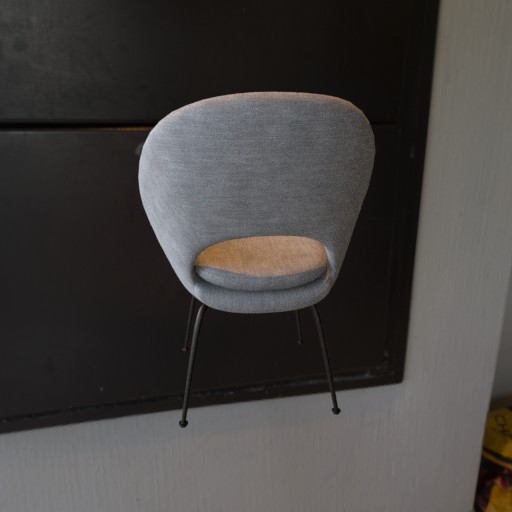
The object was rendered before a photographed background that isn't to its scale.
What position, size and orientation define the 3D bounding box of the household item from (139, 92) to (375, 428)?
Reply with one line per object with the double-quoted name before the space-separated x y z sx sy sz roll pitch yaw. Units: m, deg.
"household item" 0.000 0.000 1.307 0.643 0.869 0.587 -2 16 -7
